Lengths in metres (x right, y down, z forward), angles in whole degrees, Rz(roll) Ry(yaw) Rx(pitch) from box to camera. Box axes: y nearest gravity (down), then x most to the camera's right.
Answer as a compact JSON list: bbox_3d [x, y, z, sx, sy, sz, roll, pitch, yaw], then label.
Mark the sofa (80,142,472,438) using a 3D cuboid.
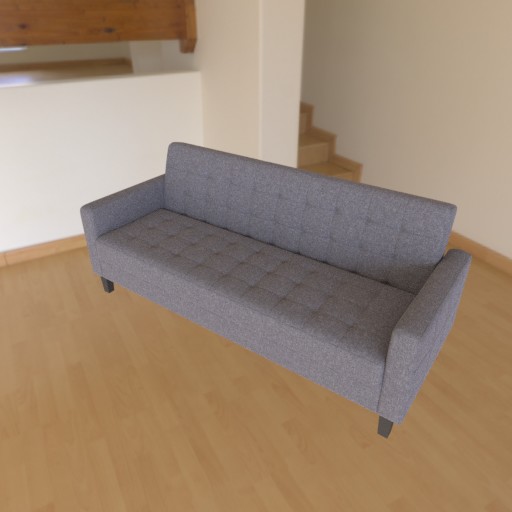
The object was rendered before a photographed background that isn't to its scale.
[{"bbox_3d":[0.000,0.000,2.456,2.040,0.850,0.810,20,36,30],"label":"sofa"}]
